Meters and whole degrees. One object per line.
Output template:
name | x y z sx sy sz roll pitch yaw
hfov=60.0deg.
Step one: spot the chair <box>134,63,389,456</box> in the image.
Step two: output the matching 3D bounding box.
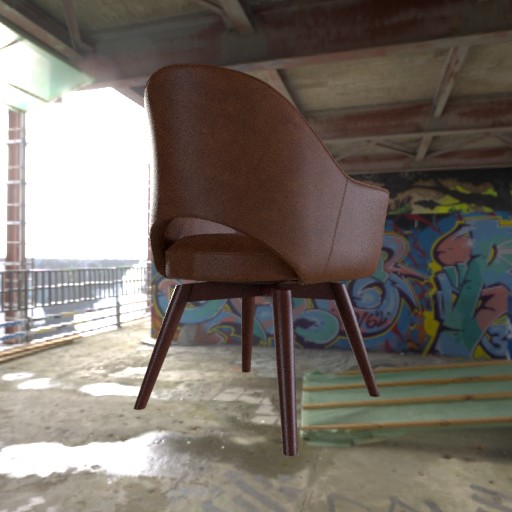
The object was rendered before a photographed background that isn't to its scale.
chair | 0.000 0.000 1.166 0.591 0.777 0.640 0 0 36
